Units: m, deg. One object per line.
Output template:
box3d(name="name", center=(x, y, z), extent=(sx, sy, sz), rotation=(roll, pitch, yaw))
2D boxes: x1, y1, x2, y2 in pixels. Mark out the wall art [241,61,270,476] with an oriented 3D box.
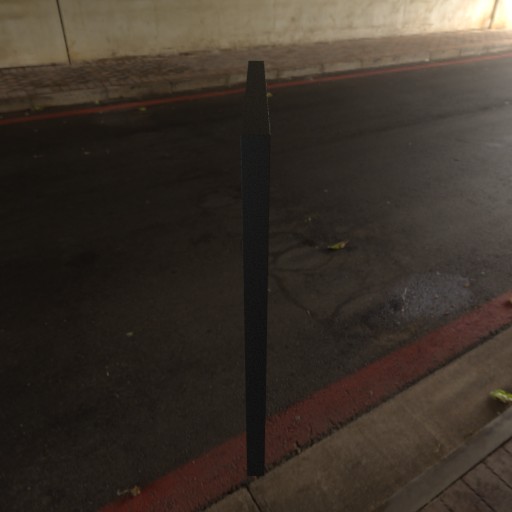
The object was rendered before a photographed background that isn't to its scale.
box3d(name="wall art", center=(0.000, 0.000, 0.767), extent=(0.029, 0.559, 0.457), rotation=(0, 32, 0))
